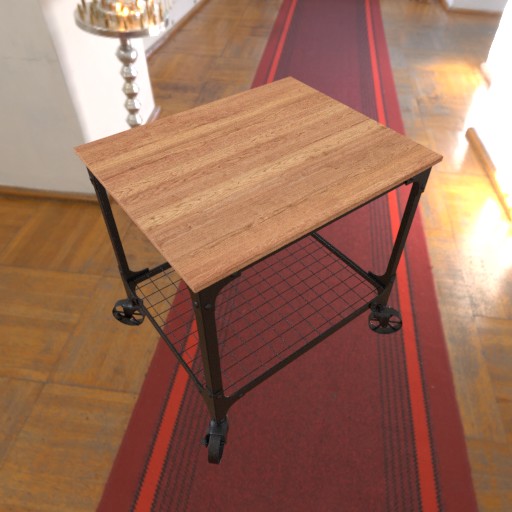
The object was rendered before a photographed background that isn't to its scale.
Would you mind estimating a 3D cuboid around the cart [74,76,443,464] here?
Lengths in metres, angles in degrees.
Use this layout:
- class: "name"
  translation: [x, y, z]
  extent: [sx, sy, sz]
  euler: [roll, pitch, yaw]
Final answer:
- class: "cart"
  translation: [0.000, 0.000, 1.122]
  extent: [0.666, 0.603, 0.558]
  euler: [-28, 51, -25]
